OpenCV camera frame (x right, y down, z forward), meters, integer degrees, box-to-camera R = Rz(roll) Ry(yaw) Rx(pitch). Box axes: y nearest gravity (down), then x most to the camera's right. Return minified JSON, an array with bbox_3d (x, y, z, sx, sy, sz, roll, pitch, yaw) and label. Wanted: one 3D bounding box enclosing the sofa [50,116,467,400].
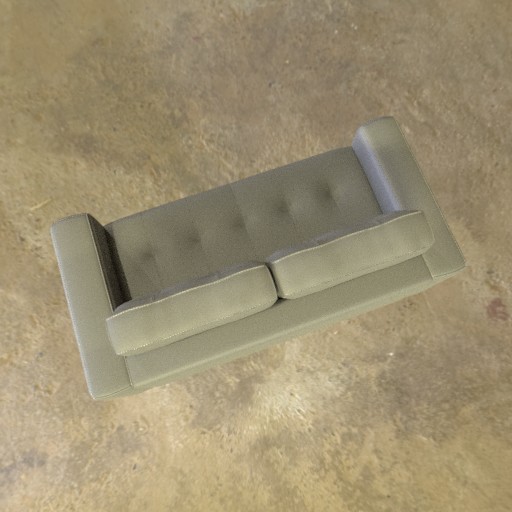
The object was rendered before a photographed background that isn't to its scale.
[{"bbox_3d":[0.000,0.000,2.143,1.726,0.893,0.833,-19,76,-5],"label":"sofa"}]
